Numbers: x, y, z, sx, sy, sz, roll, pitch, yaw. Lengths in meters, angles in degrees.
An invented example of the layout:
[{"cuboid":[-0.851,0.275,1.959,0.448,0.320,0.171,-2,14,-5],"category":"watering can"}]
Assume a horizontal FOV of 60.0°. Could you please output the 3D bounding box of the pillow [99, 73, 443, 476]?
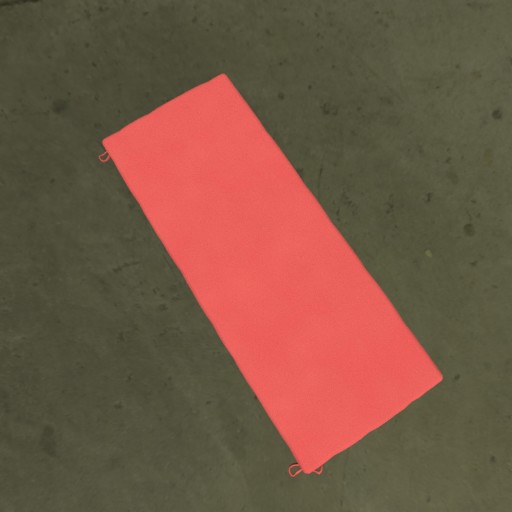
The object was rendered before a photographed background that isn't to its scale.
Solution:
[{"cuboid":[0.000,0.000,1.314,0.492,0.081,1.187,-32,78,-8],"category":"pillow"}]
